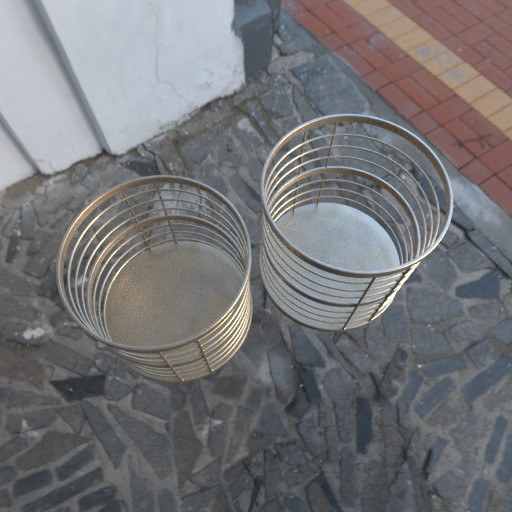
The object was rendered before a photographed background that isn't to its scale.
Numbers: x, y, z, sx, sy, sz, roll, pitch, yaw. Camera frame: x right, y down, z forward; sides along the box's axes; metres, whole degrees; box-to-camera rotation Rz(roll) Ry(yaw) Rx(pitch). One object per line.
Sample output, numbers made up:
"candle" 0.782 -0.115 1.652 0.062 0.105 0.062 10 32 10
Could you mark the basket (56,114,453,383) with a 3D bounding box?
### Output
"basket" 0.000 0.000 0.954 0.746 0.351 0.356 -16 65 -8
